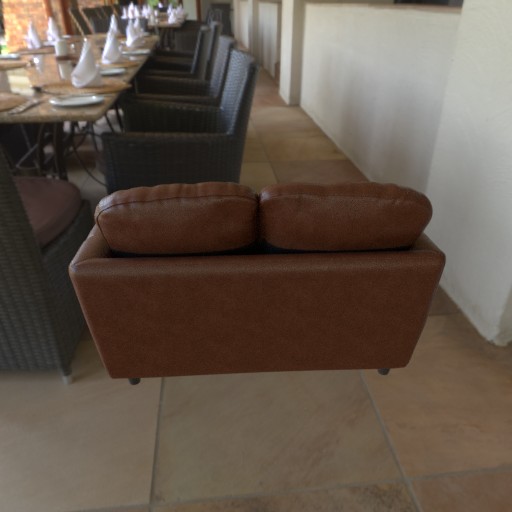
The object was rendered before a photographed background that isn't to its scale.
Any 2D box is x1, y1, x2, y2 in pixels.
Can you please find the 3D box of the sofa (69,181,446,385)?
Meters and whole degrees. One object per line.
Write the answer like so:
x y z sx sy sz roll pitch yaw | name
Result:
0.000 0.000 1.986 1.406 0.906 0.805 -2 30 -3 | sofa
